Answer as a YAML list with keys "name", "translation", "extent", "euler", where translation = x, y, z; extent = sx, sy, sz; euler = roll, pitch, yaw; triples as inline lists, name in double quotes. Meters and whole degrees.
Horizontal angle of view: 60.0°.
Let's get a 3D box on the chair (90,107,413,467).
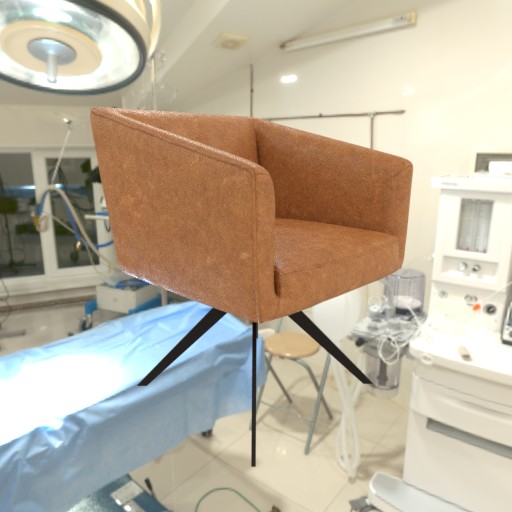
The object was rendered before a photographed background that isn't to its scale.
- name: "chair"
  translation: [0.000, 0.000, 1.183]
  extent: [0.625, 0.760, 0.588]
  euler: [14, 19, 43]
